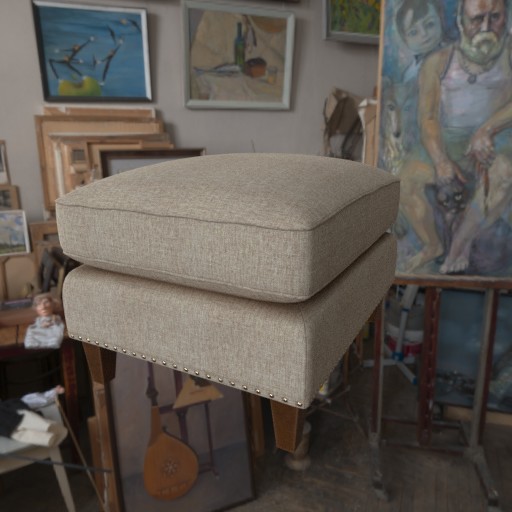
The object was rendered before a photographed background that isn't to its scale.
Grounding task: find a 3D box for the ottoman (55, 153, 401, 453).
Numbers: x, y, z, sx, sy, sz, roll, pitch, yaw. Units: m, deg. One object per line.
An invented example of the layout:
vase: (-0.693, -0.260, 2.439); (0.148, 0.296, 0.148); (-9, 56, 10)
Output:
ottoman: (0.000, 0.000, 1.141); (0.584, 0.513, 0.741); (8, 18, 27)
